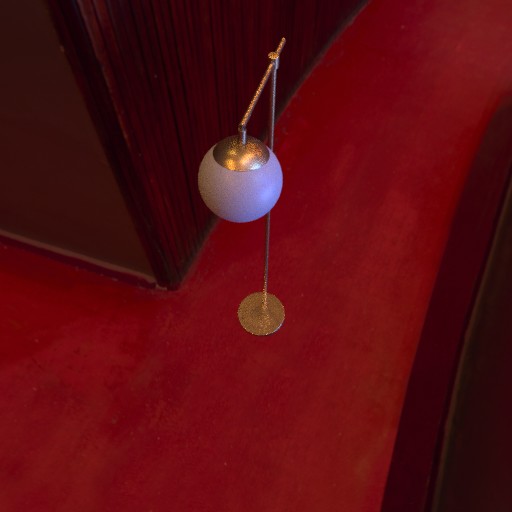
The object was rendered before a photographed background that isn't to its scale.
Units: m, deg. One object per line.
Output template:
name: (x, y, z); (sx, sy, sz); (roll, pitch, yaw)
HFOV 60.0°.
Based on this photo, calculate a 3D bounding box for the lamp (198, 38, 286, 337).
lamp: (0.000, 0.000, 1.696); (0.249, 1.505, 0.476); (16, 60, 9)
